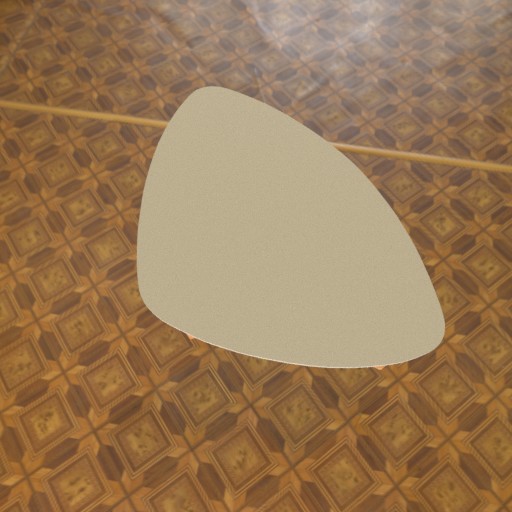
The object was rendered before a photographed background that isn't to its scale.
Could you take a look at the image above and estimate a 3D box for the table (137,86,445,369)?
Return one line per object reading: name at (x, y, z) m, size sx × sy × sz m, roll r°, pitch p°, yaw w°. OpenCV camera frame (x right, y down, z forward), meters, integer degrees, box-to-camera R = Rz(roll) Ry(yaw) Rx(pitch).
table at (0.000, 0.000, 1.635) m, size 0.850 × 0.440 × 1.250 m, roll -33°, pitch 68°, yaw -15°
